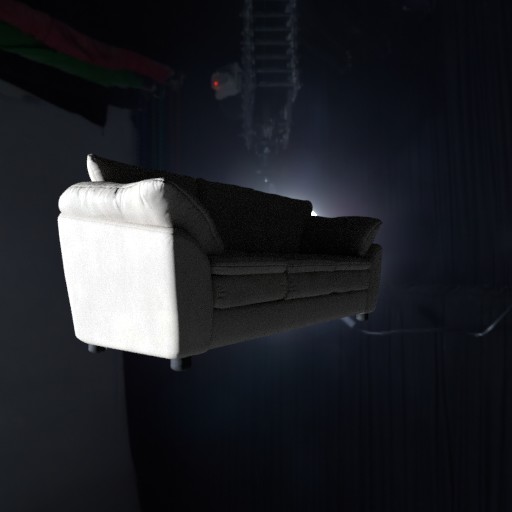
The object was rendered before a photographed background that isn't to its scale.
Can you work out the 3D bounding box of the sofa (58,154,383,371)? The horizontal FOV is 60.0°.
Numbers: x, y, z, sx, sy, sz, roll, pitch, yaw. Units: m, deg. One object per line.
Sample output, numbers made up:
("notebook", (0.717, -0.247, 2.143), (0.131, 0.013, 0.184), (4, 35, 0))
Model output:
("sofa", (0.000, 0.000, 2.881), (0.878, 0.996, 2.334), (0, -1, 37))
